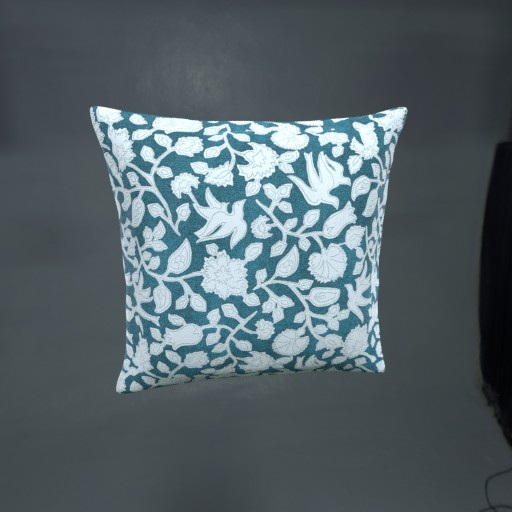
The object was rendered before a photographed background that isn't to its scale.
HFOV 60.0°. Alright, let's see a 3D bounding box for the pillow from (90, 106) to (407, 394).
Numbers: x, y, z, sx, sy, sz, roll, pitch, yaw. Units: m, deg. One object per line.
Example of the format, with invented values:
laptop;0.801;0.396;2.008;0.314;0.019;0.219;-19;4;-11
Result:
pillow;0.000;0.000;0.793;0.525;0.508;0.166;-2;17;-8
